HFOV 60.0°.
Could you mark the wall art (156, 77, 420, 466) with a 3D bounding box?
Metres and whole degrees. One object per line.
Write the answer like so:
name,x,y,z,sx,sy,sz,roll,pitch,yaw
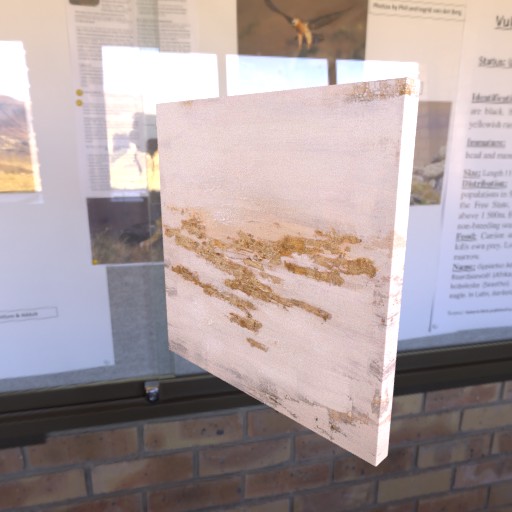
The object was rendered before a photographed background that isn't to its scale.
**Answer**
wall art,0.000,0.000,0.890,0.040,0.613,0.611,-14,20,-43
